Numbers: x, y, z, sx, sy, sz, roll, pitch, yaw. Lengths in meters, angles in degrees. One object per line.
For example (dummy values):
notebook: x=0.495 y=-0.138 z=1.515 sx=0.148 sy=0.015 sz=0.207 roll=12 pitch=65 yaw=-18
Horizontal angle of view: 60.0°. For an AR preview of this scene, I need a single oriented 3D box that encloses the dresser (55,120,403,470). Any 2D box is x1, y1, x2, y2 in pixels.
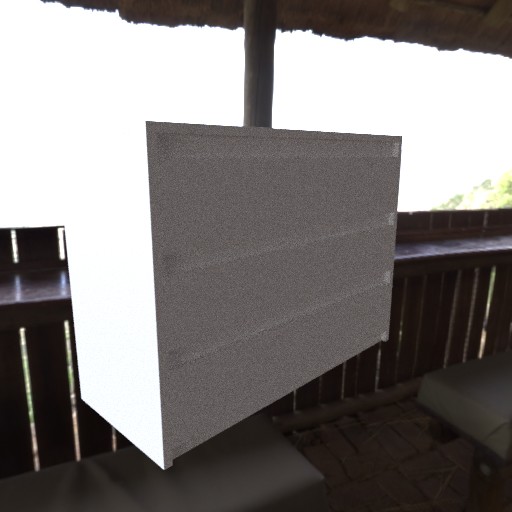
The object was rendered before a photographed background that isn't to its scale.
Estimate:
dresser: x=0.000 y=0.000 z=1.529 sx=0.460 sy=0.820 sz=1.100 roll=13 pitch=18 yaw=43
